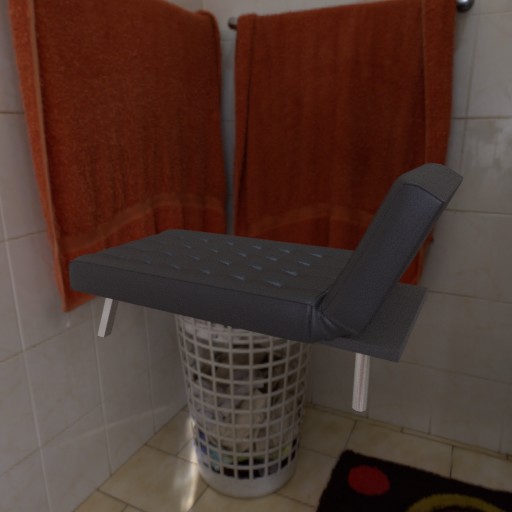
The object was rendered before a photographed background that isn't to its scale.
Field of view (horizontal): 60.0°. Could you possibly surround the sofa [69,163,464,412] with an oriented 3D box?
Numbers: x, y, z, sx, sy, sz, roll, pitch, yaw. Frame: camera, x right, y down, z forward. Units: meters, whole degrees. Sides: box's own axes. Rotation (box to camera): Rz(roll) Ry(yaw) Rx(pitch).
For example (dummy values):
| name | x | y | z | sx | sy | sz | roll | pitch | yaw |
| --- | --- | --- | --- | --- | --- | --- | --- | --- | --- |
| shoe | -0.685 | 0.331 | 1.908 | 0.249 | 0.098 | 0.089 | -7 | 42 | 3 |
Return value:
| name | x | y | z | sx | sy | sz | roll | pitch | yaw |
| --- | --- | --- | --- | --- | --- | --- | --- | --- | --- |
| sofa | 0.000 | 0.000 | 1.970 | 1.560 | 0.820 | 0.760 | 8 | 18 | 27 |
